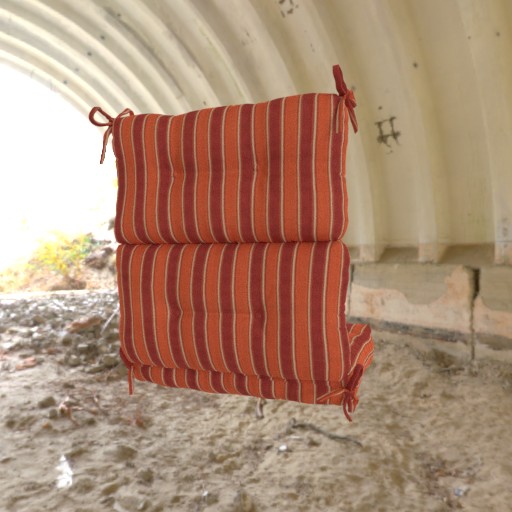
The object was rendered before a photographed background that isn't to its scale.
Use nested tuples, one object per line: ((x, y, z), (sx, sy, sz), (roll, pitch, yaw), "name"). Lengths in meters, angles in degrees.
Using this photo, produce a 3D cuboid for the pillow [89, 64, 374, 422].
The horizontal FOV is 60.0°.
((0.000, 0.000, 1.026), (0.519, 0.605, 0.571), (0, 0, 19), "pillow")
